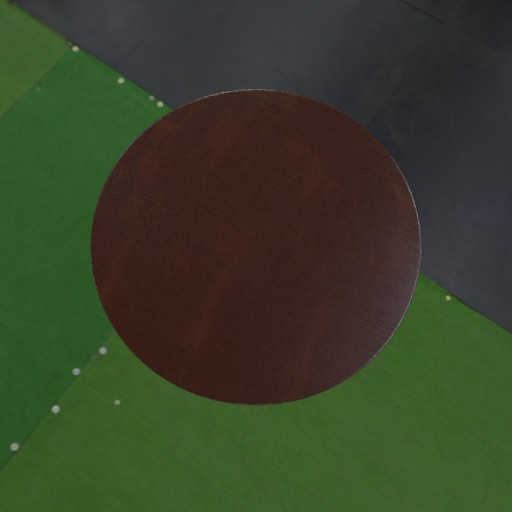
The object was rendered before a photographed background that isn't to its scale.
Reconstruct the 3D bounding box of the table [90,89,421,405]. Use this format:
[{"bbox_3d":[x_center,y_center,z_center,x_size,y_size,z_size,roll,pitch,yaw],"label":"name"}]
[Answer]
[{"bbox_3d":[0.000,0.000,1.469,0.911,0.512,0.911,0,75,0],"label":"table"}]
